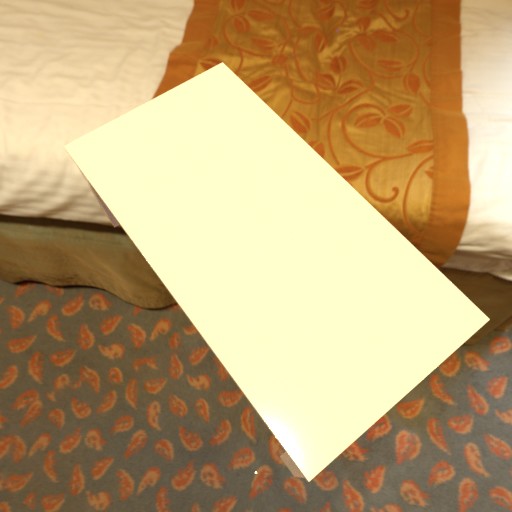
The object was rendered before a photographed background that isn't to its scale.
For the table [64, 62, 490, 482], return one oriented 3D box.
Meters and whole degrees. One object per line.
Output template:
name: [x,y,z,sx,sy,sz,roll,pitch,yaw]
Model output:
table: [0.000,0.000,1.656,0.700,0.470,1.350,-35,69,-16]
